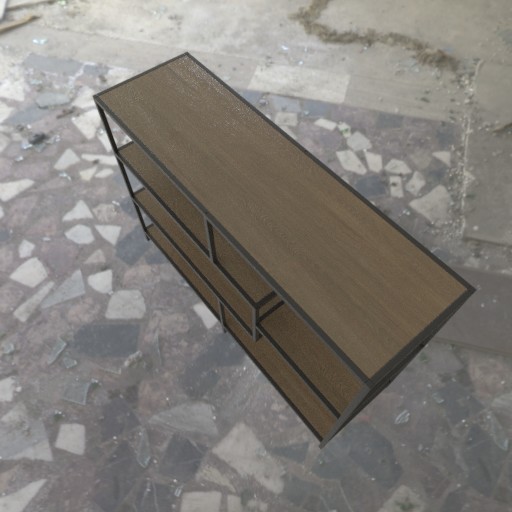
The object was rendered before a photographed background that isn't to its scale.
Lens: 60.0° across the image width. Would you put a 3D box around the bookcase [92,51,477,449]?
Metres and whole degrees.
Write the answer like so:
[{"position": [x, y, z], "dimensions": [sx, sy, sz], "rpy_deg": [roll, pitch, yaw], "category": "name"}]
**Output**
[{"position": [0.000, 0.000, 1.500], "dimensions": [0.350, 0.780, 1.140], "rpy_deg": [-35, 64, -19], "category": "bookcase"}]
